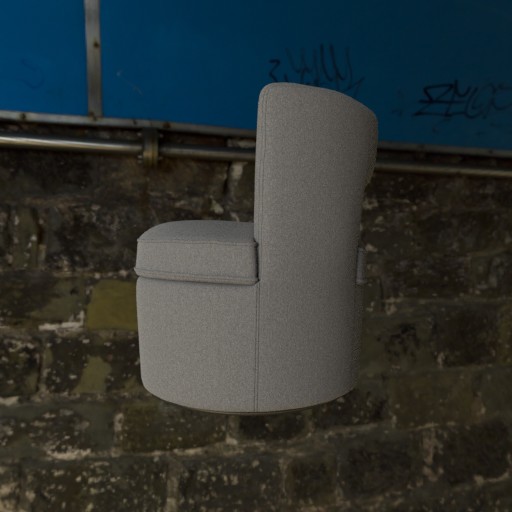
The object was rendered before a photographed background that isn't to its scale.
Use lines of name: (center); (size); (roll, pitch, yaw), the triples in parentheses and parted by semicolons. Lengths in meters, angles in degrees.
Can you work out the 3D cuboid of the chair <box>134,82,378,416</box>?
chair: (0.000, 0.000, 1.245); (0.660, 0.719, 0.689); (0, -1, 0)
